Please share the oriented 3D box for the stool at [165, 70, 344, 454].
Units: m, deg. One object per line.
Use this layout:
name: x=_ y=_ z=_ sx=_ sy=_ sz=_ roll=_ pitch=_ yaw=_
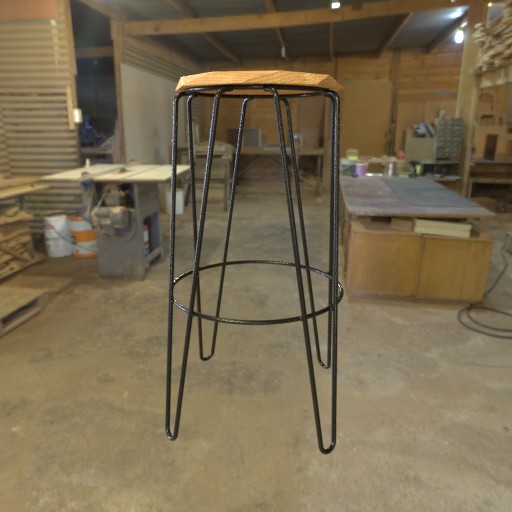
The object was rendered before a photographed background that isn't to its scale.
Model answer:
stool: x=0.000 y=0.000 z=0.820 sx=0.326 sy=0.610 sz=0.326 roll=2 pitch=17 yaw=7
